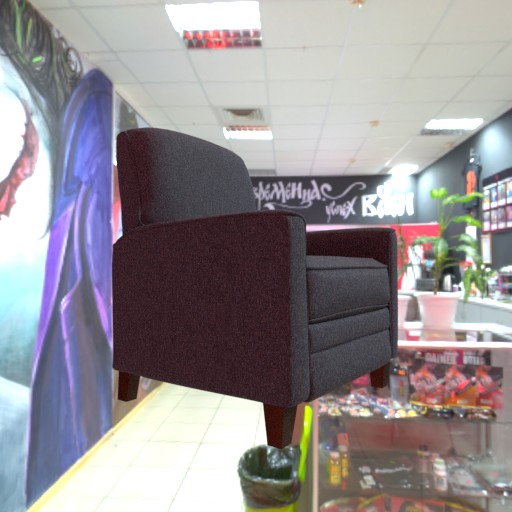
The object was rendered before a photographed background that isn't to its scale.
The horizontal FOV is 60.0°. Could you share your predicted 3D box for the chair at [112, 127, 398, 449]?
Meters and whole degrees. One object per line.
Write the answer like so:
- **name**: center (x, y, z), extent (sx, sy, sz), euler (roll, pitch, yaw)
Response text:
- **chair**: center (0.000, 0.000, 1.666), extent (0.850, 1.016, 0.839), euler (-1, -1, 37)
